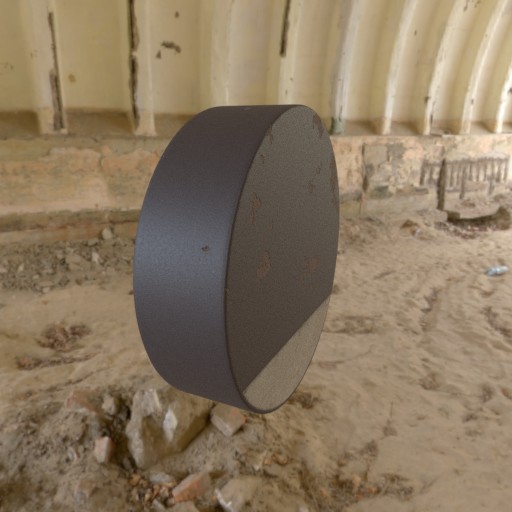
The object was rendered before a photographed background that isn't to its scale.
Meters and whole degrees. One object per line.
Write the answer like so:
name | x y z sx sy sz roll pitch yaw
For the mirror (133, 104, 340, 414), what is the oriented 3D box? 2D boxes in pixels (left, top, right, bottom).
mirror | 0.000 0.000 0.599 0.126 0.386 0.386 8 18 25
